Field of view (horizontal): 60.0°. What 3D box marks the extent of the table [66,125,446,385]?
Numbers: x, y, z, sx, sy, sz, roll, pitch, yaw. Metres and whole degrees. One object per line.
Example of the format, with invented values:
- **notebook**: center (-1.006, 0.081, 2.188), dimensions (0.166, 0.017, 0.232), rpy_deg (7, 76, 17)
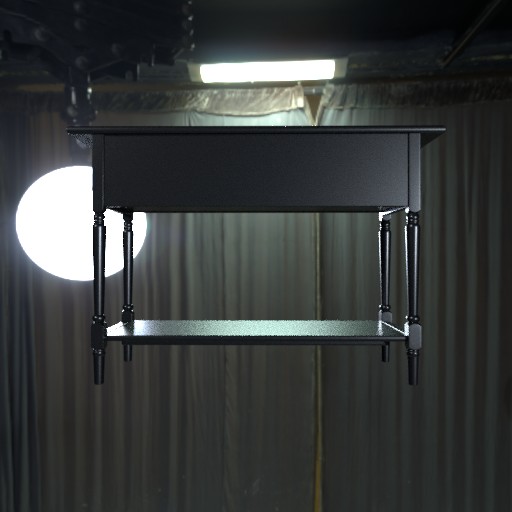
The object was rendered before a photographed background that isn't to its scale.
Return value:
- **table**: center (0.000, 0.000, 1.580), dimensions (1.191, 0.819, 0.386), rpy_deg (0, 0, 0)
